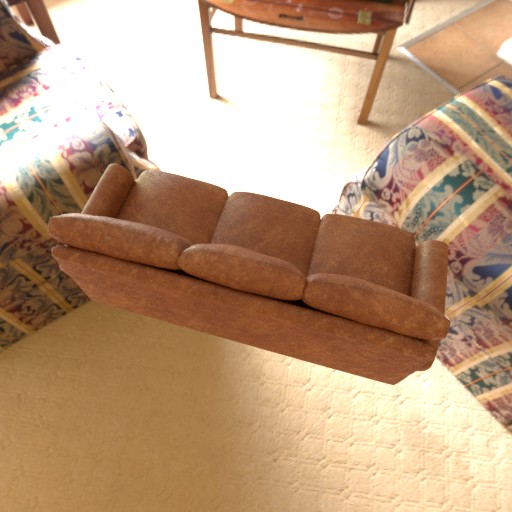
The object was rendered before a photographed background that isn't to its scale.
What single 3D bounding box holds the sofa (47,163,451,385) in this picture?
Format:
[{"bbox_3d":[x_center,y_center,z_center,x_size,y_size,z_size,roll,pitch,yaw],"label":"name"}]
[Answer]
[{"bbox_3d":[0.000,0.000,2.870,2.351,0.977,0.973,14,64,7],"label":"sofa"}]
